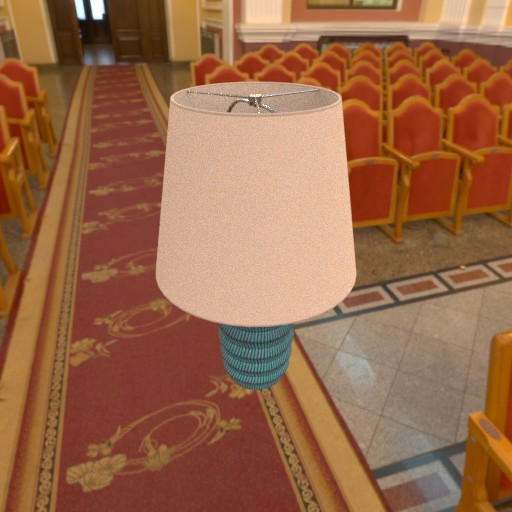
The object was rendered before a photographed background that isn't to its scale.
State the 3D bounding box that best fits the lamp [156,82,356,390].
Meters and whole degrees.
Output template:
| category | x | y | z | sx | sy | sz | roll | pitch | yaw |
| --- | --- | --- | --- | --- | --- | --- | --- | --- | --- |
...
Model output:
| category | x | y | z | sx | sy | sz | roll | pitch | yaw |
| --- | --- | --- | --- | --- | --- | --- | --- | --- | --- |
| lamp | 0.000 | 0.000 | 0.566 | 0.254 | 0.392 | 0.254 | 0 | 30 | 0 |
